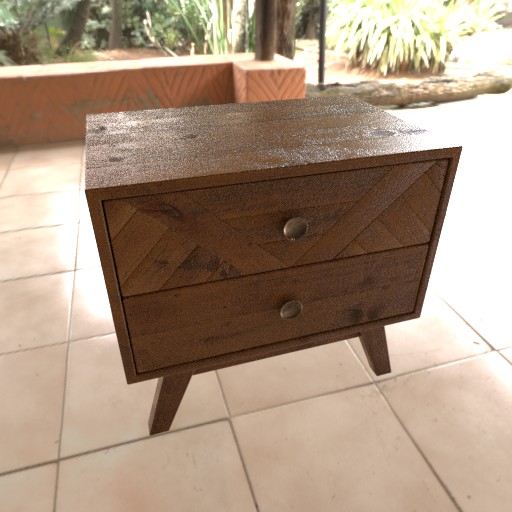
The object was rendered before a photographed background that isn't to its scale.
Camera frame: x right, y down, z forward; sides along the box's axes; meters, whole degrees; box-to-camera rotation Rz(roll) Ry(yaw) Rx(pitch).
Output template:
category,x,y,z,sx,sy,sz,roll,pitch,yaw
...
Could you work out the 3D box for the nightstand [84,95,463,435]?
category,x,y,z,sx,sy,sz,roll,pitch,yaw
nightstand,0.000,0.000,1.047,0.650,0.599,0.450,-10,33,-15
